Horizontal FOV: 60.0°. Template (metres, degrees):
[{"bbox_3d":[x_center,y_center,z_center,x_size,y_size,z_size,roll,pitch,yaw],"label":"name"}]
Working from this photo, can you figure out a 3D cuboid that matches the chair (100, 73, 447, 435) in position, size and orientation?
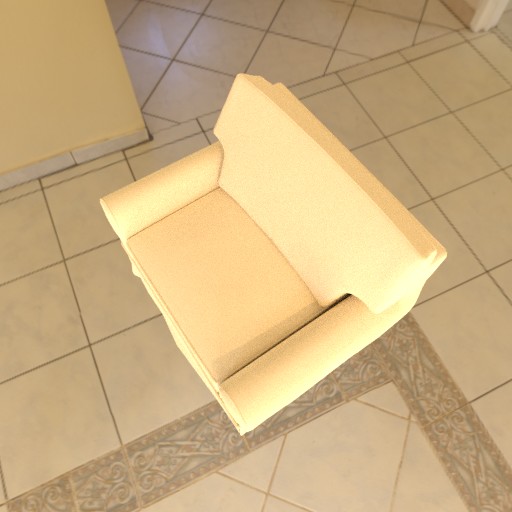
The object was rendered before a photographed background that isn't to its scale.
[{"bbox_3d":[0.000,0.000,1.821,0.904,0.958,1.099,-32,68,-15],"label":"chair"}]
